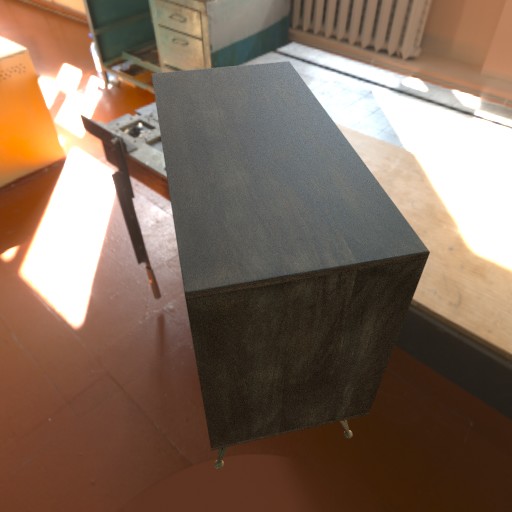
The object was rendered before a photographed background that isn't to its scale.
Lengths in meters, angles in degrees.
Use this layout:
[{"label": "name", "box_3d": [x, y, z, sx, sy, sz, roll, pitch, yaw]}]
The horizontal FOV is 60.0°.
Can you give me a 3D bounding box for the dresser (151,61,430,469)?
[{"label": "dresser", "box_3d": [0.000, 0.000, 1.368, 0.453, 0.801, 0.923, -9, 45, -9]}]
